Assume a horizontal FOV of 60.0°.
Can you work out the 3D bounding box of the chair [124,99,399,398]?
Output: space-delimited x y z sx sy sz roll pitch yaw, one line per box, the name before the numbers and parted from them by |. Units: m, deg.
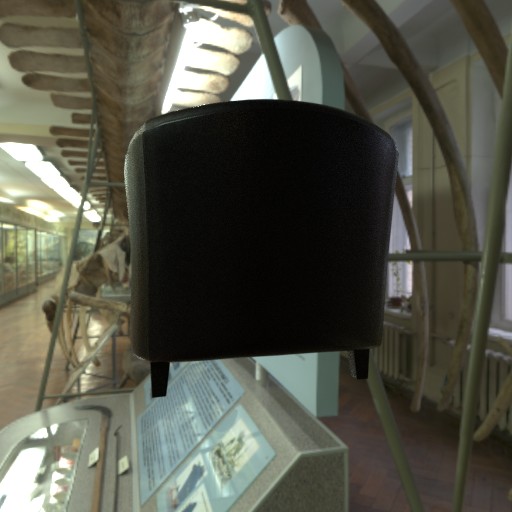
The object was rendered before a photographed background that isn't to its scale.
chair | 0.000 0.000 1.391 0.793 0.756 0.727 0 1 -16
